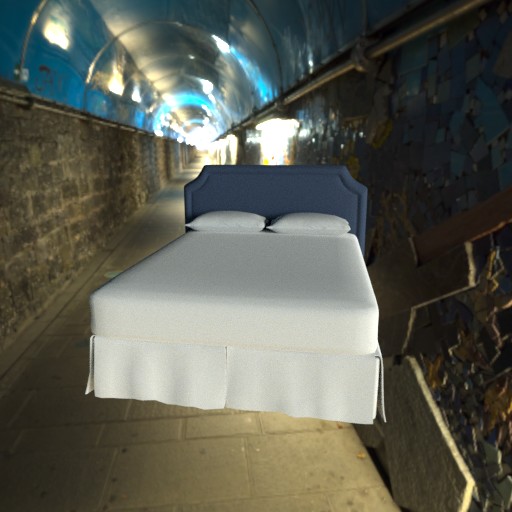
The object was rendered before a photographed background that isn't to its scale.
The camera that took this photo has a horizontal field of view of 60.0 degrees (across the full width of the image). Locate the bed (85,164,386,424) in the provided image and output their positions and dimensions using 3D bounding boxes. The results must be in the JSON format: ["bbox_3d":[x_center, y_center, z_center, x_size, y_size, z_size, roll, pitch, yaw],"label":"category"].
[{"bbox_3d":[0.000,0.000,3.446,1.831,1.297,2.260,2,14,9],"label":"bed"}]
